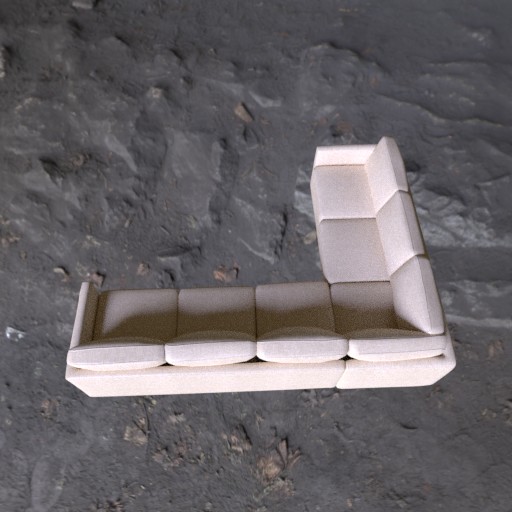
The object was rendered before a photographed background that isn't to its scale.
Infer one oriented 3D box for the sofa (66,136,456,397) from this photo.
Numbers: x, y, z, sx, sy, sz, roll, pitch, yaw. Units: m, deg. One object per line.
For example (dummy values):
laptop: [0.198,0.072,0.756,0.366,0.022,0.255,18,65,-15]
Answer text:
sofa: [0.000,0.000,4.516,3.302,0.947,2.593,-2,59,-1]
